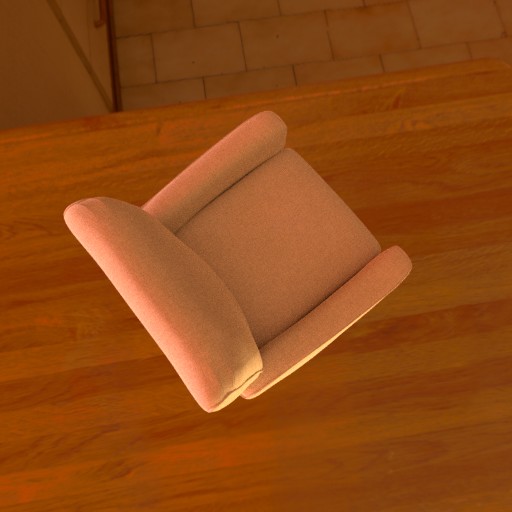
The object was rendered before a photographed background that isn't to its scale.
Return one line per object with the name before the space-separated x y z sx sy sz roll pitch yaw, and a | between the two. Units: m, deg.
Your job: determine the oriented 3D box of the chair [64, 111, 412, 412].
chair | 0.000 0.000 1.674 0.859 1.023 0.845 -38 79 -9
